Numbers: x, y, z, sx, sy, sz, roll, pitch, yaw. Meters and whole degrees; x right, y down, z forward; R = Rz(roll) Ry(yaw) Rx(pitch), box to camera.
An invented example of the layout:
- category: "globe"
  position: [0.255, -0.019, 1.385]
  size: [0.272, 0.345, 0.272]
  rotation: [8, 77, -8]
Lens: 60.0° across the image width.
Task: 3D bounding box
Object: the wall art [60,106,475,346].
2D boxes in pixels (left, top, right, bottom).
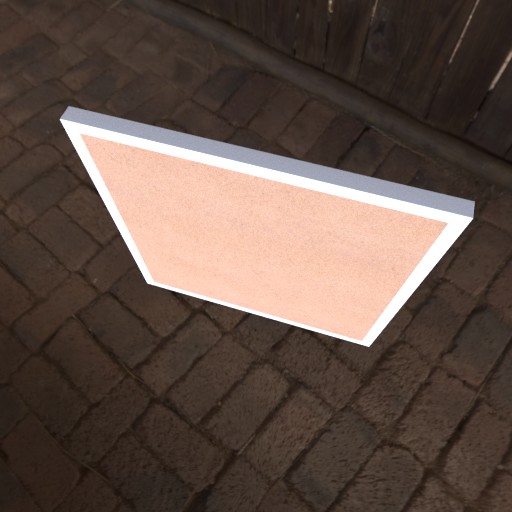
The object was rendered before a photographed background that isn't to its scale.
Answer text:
- category: "wall art"
  position: [0.000, 0.000, 1.128]
  size: [0.760, 0.760, 0.036]
  rotation: [15, 64, 8]
